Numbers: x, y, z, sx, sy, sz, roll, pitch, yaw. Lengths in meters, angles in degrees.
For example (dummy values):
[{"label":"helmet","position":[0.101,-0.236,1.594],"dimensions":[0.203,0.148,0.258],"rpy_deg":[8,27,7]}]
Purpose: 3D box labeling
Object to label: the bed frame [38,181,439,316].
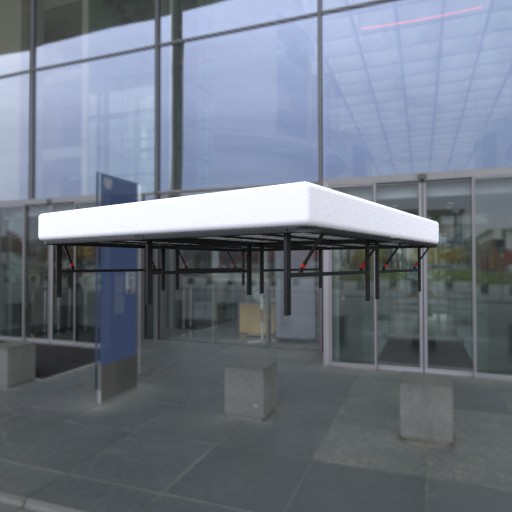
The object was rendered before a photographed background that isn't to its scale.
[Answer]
[{"label":"bed frame","position":[0.000,0.000,3.049],"dimensions":[1.935,0.525,2.033],"rpy_deg":[-1,-1,36]}]
